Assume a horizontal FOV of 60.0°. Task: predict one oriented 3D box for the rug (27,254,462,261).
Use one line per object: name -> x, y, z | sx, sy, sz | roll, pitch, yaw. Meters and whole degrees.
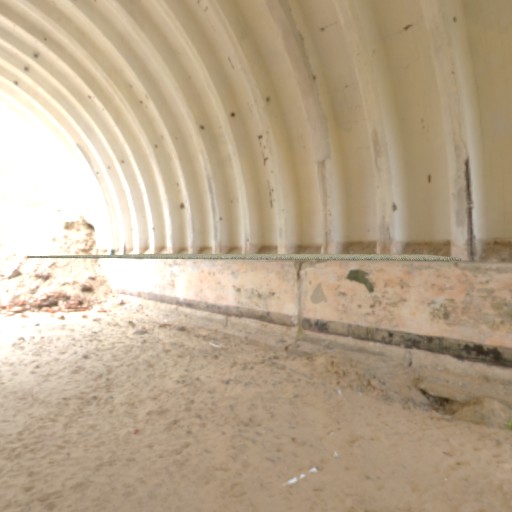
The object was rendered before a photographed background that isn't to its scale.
rug -> 0.000, 0.000, 2.941 | 2.283, 0.013, 1.547 | 0, 1, 17
